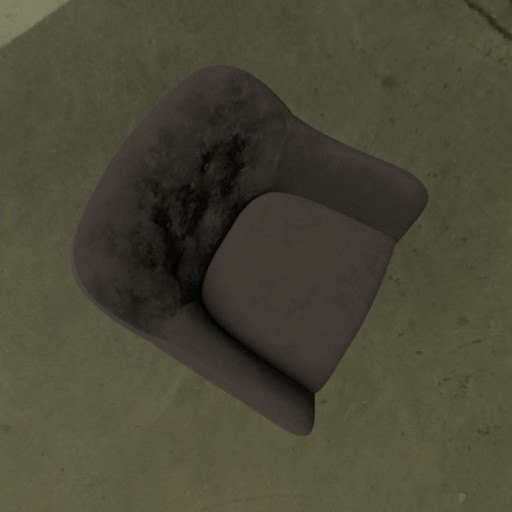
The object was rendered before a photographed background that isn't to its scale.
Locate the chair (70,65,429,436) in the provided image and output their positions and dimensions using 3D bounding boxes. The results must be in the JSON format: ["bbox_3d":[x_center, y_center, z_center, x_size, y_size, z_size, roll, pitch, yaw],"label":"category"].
[{"bbox_3d":[0.000,0.000,1.485,0.819,0.807,0.840,29,77,8],"label":"chair"}]
